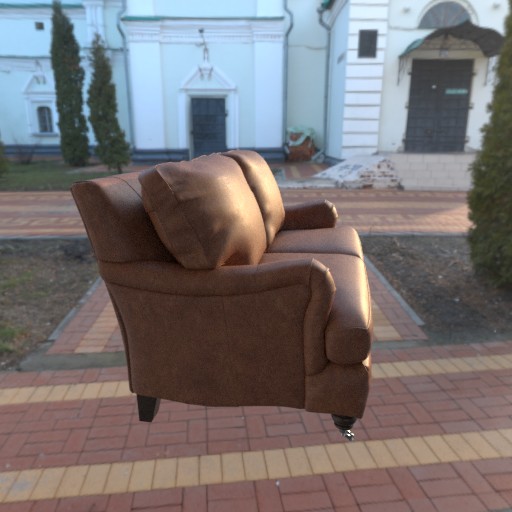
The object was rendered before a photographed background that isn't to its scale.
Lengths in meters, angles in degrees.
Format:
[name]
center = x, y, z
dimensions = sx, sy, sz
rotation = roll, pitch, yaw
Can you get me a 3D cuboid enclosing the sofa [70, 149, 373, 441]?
[sofa]
center = 0.000, 0.000, 2.214
dimensions = 1.077, 1.004, 1.527
rotation = 3, 16, 10
